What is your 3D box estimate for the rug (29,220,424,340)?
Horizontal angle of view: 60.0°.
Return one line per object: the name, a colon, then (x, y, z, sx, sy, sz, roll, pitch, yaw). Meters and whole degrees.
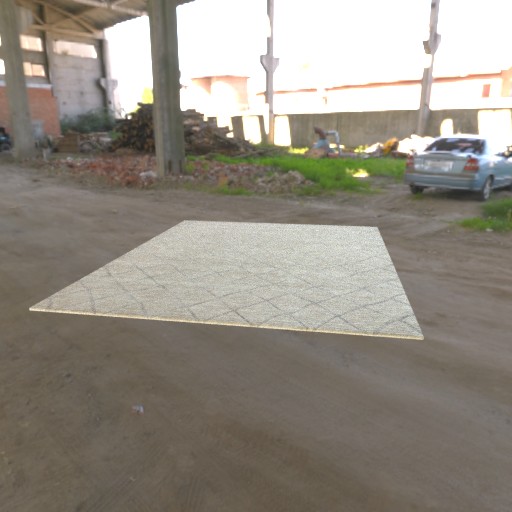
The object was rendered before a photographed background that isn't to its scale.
rug: (0.000, 0.000, 4.083, 2.420, 0.019, 3.038, 3, 16, 10)
